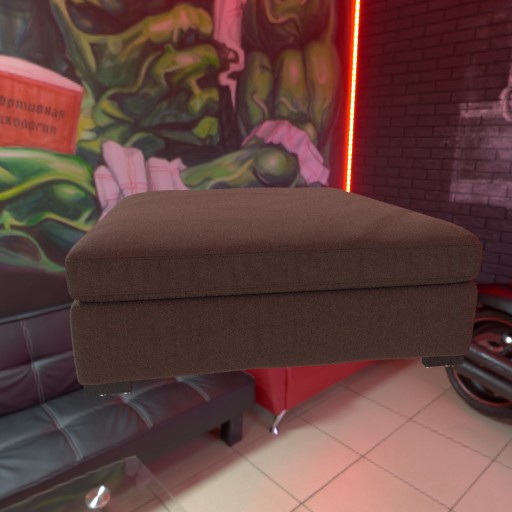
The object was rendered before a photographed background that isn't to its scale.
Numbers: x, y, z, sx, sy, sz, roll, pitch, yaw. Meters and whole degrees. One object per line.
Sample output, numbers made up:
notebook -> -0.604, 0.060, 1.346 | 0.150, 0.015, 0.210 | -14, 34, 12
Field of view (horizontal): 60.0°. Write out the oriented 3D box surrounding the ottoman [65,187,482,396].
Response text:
ottoman -> 0.000, 0.000, 1.774 | 1.181, 0.470, 1.181 | -2, 15, -9
